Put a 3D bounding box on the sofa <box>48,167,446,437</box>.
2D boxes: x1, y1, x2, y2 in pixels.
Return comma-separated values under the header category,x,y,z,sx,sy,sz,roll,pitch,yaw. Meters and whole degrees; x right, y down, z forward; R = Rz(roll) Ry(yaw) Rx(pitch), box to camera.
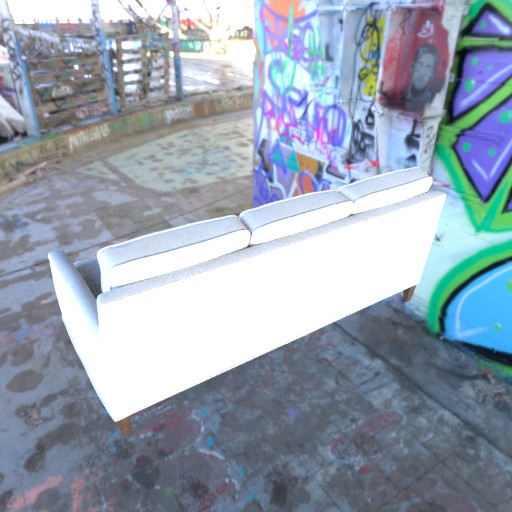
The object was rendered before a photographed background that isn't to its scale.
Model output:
category,x,y,z,sx,sy,sz,roll,pitch,yaw
sofa,0.000,0.000,2.782,2.246,1.003,1.084,-18,34,-29
